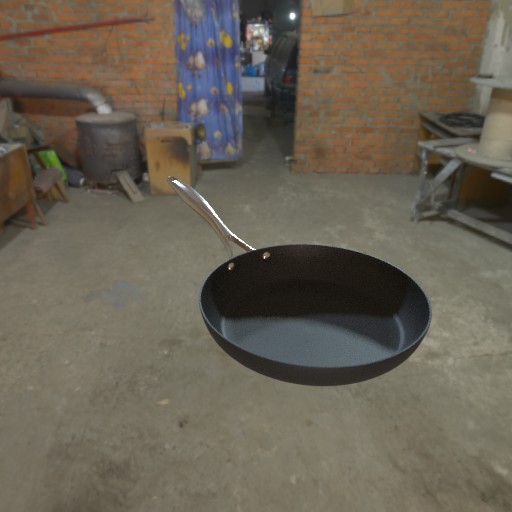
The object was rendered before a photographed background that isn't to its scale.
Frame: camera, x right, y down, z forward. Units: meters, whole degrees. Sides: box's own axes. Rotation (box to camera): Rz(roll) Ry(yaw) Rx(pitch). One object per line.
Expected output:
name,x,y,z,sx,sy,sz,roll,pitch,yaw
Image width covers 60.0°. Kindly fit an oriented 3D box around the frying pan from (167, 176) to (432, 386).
frying pan,0.000,0.000,0.579,0.255,0.105,0.472,-18,32,-32
